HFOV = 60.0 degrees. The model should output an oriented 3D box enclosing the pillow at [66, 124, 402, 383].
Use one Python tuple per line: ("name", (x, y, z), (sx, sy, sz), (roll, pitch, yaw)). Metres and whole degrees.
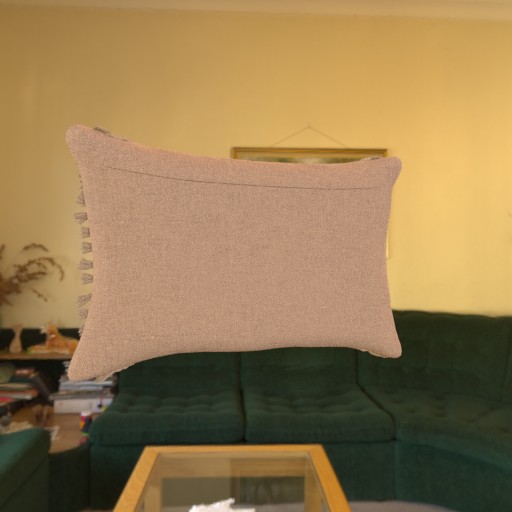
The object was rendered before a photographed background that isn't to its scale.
("pillow", (0.000, 0.000, 0.589), (0.466, 0.305, 0.084), (0, -1, -20))
